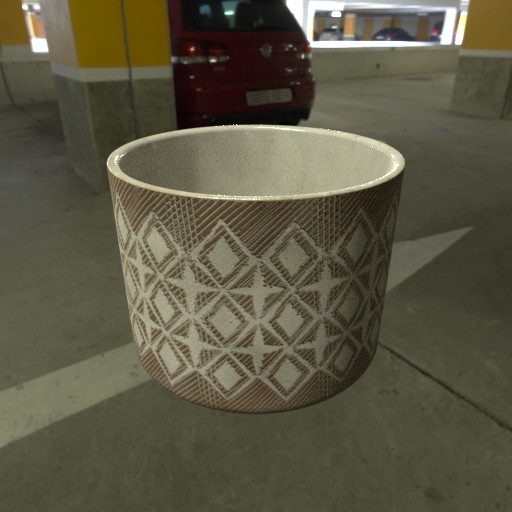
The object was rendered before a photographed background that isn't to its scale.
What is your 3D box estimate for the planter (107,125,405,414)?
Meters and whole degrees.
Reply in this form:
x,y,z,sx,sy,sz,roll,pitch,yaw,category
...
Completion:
x,y,z,sx,sy,sz,roll,pitch,yaw,category
0.000,0.000,0.219,0.126,0.104,0.126,0,27,0,planter
